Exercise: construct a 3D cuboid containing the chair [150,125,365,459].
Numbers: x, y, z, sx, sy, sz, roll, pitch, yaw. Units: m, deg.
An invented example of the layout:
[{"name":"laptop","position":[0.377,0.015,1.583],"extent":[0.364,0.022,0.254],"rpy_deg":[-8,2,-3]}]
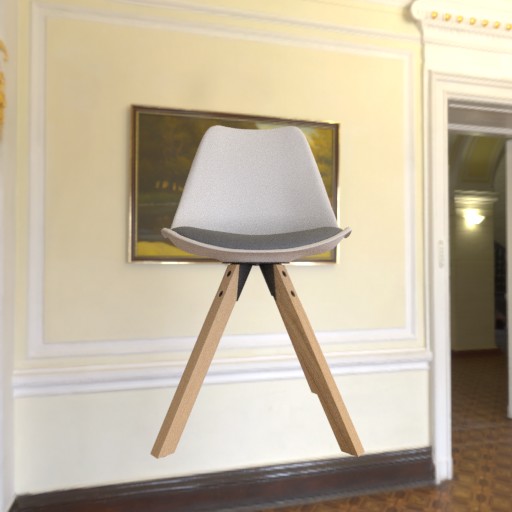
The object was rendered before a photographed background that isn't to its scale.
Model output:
[{"name":"chair","position":[0.000,0.000,1.184],"extent":[0.485,0.850,0.550],"rpy_deg":[0,-1,-1]}]
